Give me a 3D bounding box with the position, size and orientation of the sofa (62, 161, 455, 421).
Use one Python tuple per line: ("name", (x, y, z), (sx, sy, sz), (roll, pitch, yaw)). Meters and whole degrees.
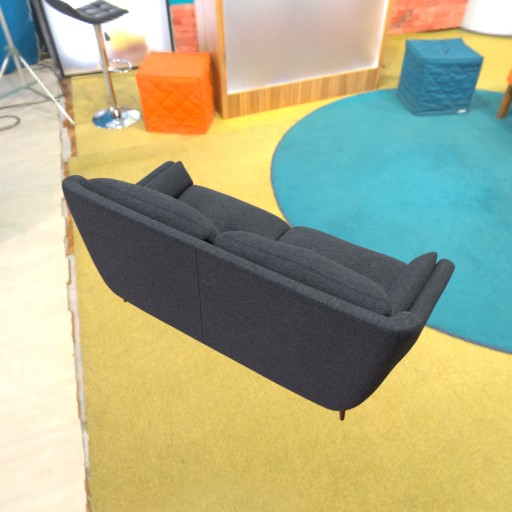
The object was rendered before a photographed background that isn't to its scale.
("sofa", (0.000, 0.000, 2.468), (1.929, 0.896, 0.975), (23, 48, 23))
